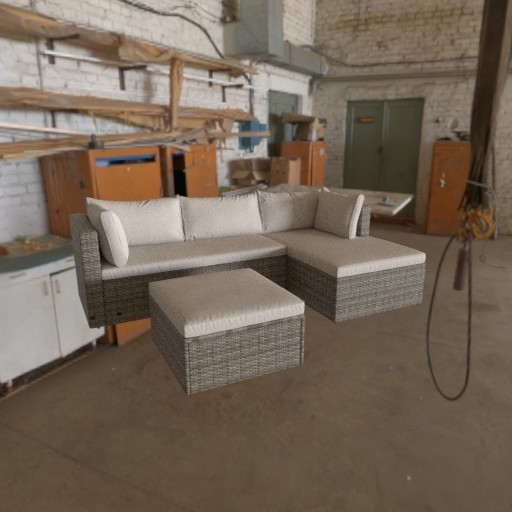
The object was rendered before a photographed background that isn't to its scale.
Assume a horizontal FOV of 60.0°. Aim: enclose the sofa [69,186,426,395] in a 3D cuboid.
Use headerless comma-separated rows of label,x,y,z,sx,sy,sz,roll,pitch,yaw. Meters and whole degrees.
sofa,0.000,0.000,3.026,2.192,0.766,1.662,-8,17,-26
